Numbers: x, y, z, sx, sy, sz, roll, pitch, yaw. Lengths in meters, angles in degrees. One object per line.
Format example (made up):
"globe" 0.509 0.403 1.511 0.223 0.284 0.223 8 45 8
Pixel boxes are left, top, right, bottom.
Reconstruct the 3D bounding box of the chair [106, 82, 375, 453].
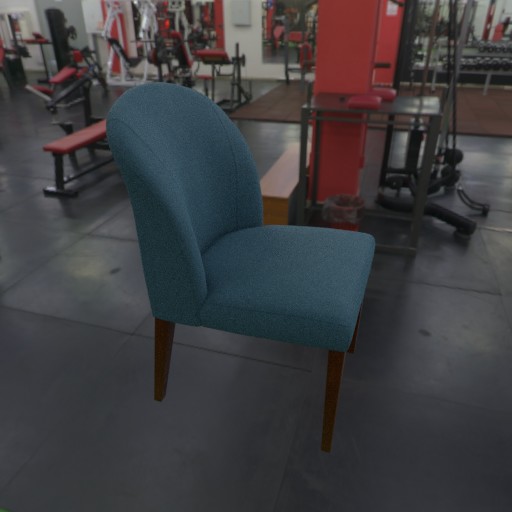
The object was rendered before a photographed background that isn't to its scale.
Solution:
"chair" 0.000 0.000 1.243 0.620 0.879 0.507 10 31 17
